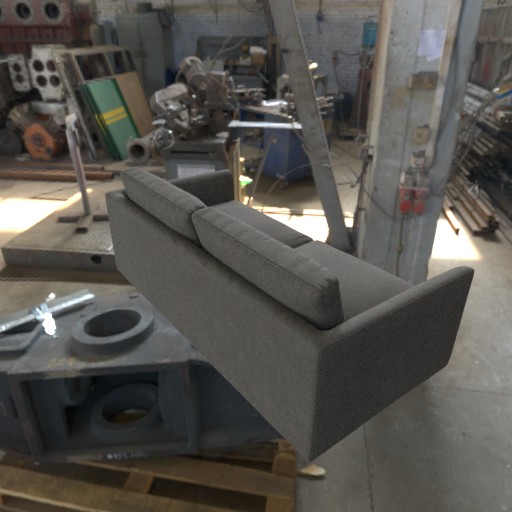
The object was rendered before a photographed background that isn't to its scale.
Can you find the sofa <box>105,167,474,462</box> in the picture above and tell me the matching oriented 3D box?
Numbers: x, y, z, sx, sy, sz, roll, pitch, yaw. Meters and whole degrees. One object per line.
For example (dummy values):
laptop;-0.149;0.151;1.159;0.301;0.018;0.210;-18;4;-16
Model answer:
sofa;0.000;0.000;2.819;1.092;0.838;2.257;-19;33;-32
